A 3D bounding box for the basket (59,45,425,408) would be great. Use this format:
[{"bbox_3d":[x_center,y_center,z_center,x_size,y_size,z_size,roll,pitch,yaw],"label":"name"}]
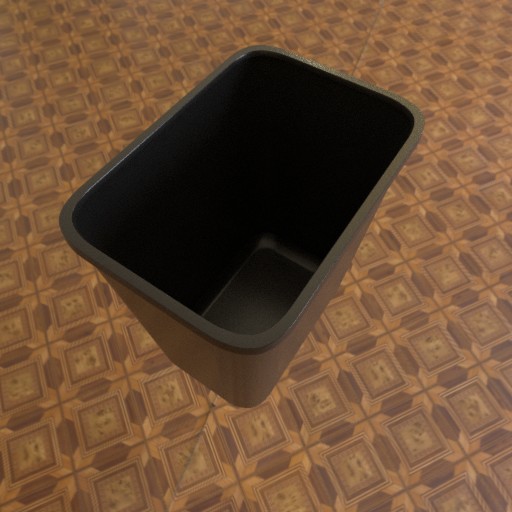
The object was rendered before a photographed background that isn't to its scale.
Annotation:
[{"bbox_3d":[0.000,0.000,0.510,0.211,0.307,0.300,30,63,17],"label":"basket"}]
